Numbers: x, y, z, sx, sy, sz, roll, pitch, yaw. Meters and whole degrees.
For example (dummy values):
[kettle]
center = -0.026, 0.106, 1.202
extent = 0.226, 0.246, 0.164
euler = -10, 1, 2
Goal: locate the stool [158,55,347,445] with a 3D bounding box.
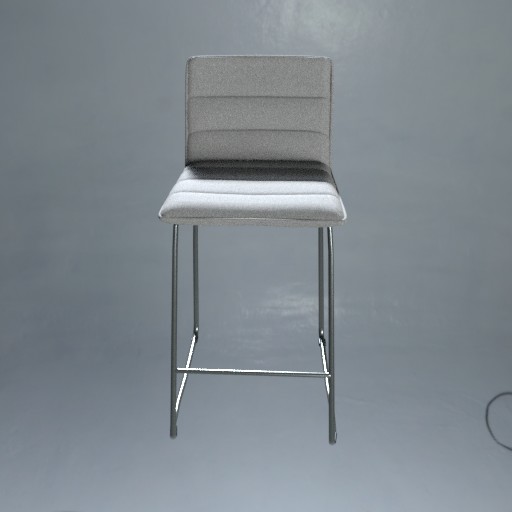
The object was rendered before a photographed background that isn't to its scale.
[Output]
[stool]
center = 0.000, 0.000, 1.208
extent = 0.490, 0.960, 0.490
euler = 1, 30, 2
